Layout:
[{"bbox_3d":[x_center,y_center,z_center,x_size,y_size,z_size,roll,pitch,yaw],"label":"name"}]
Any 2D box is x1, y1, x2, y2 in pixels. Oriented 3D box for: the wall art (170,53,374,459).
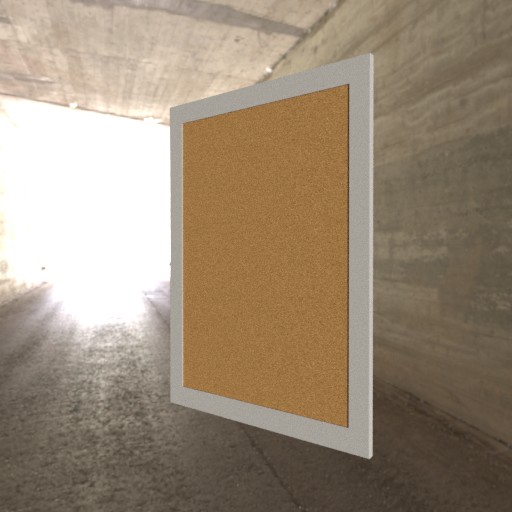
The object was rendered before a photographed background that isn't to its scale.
[{"bbox_3d":[0.000,0.000,0.690,0.374,0.529,0.012,0,1,36],"label":"wall art"}]
